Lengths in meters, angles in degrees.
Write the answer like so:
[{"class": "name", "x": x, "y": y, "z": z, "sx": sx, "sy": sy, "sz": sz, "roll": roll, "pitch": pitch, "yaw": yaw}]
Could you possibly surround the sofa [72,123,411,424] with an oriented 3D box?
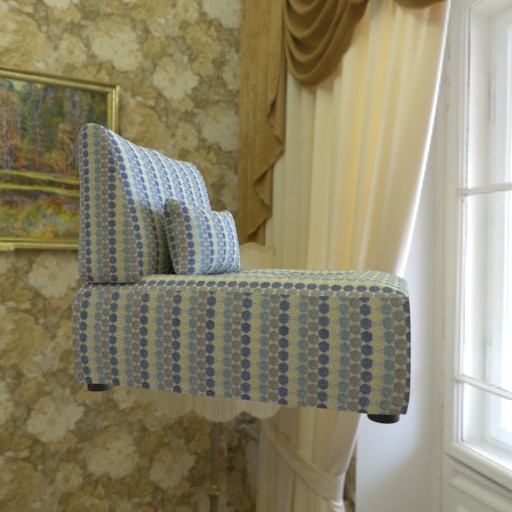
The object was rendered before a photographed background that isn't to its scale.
[{"class": "sofa", "x": 0.000, "y": 0.000, "z": 1.531, "sx": 1.000, "sy": 0.820, "sz": 0.700, "roll": 0, "pitch": 1, "yaw": 18}]
